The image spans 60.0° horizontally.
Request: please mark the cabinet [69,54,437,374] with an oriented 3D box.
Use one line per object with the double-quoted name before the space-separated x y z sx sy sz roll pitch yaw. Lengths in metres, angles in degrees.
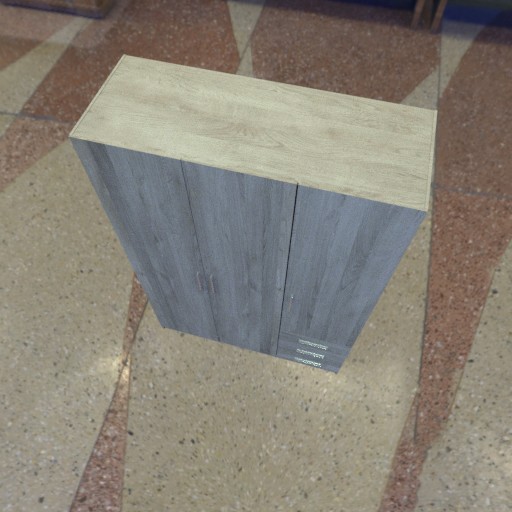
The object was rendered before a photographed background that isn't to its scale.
"cabinet" 0.000 0.000 2.467 1.290 1.910 0.510 13 60 8
